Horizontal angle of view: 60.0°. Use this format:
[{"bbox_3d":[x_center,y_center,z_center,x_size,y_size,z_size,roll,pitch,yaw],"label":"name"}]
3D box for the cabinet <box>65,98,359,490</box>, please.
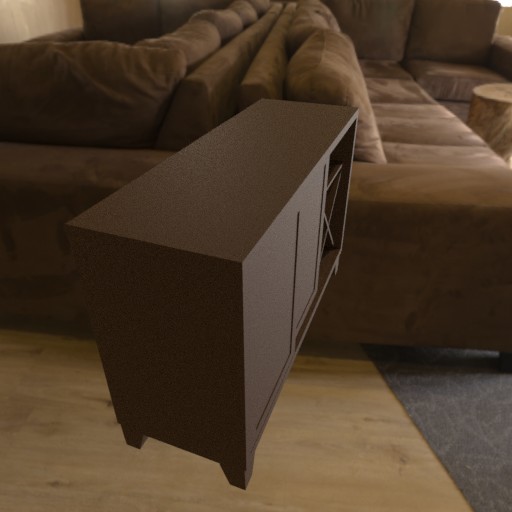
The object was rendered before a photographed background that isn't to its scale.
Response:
[{"bbox_3d":[0.000,0.000,1.830,0.482,0.914,1.396,12,35,18],"label":"cabinet"}]
